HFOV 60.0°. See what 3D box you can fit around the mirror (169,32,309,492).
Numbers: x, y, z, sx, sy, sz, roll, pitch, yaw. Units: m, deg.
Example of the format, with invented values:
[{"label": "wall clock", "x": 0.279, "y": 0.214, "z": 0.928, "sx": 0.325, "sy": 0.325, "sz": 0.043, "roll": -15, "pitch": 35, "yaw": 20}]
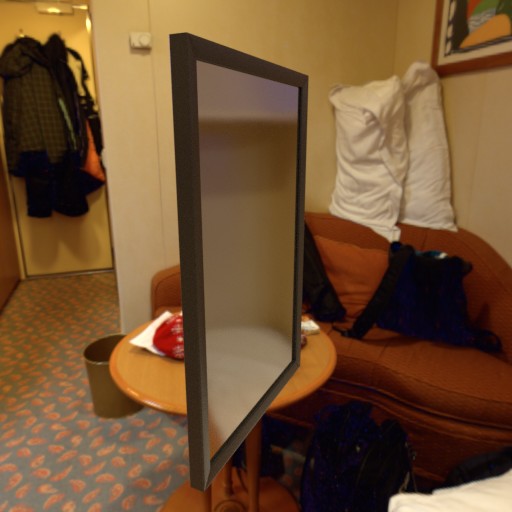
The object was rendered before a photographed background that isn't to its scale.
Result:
[{"label": "mirror", "x": 0.000, "y": 0.000, "z": 1.120, "sx": 0.040, "sy": 0.915, "sz": 0.609, "roll": 7, "pitch": 17, "yaw": 25}]
